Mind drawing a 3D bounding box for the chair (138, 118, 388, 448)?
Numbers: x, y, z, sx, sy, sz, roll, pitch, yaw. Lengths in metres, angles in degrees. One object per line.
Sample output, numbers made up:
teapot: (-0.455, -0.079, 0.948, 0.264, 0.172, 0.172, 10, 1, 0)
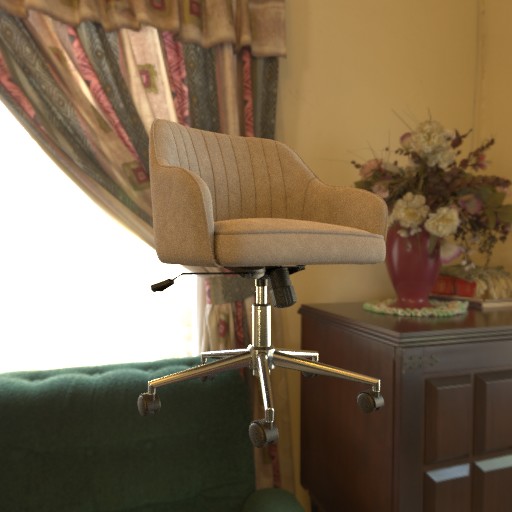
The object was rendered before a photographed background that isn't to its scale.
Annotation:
chair: (0.000, 0.000, 1.275, 0.635, 0.831, 0.573, 0, 0, -36)
